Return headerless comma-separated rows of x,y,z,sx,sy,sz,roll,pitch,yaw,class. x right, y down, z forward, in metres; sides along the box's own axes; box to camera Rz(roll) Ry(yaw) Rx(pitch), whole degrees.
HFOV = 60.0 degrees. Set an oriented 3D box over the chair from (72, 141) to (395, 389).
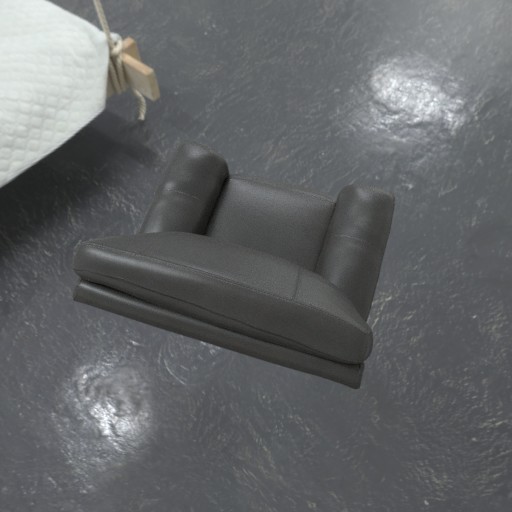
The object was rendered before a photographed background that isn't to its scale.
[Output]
0.000,0.000,2.019,1.096,1.109,1.087,16,63,8,chair
